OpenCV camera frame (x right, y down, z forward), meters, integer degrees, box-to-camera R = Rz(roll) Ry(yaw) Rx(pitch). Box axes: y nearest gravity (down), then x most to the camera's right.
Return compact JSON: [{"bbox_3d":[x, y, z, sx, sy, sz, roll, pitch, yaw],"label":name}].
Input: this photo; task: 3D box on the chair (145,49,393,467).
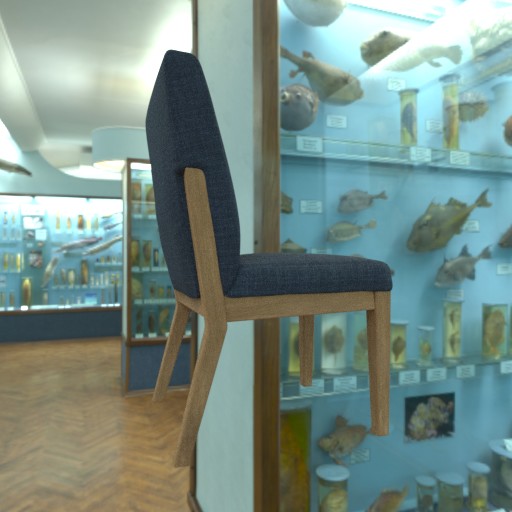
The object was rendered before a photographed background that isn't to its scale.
[{"bbox_3d":[0.000,0.000,1.262,0.586,0.911,0.507,0,0,-19],"label":"chair"}]
